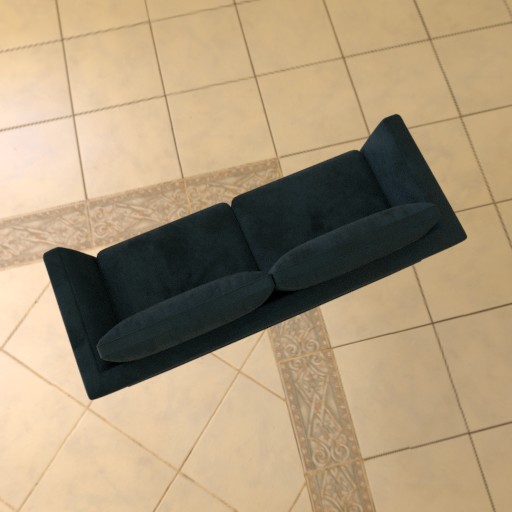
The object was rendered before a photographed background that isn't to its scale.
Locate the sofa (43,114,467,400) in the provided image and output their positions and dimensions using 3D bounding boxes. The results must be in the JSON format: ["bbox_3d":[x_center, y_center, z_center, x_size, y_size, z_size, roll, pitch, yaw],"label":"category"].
[{"bbox_3d":[0.000,0.000,2.679,2.212,0.998,0.853,-22,77,-5],"label":"sofa"}]
